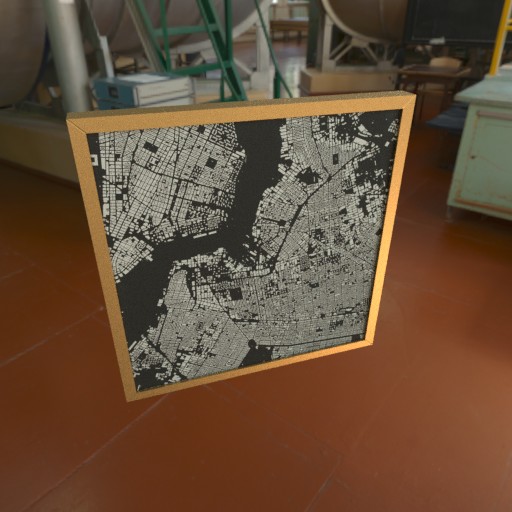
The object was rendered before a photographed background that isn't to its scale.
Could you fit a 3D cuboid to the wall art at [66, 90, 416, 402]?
[{"bbox_3d":[0.000,0.000,1.928,1.284,1.284,0.095,-9,32,-15],"label":"wall art"}]
